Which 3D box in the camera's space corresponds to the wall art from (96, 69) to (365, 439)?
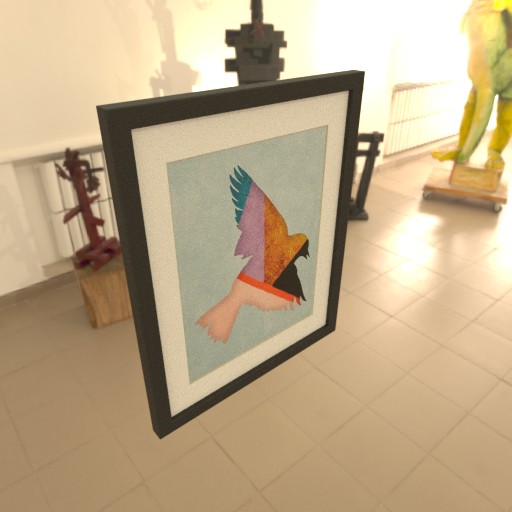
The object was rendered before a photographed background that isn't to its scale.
[{"bbox_3d":[0.000,0.000,0.765,0.457,0.558,0.028,-23,37,-34],"label":"wall art"}]
